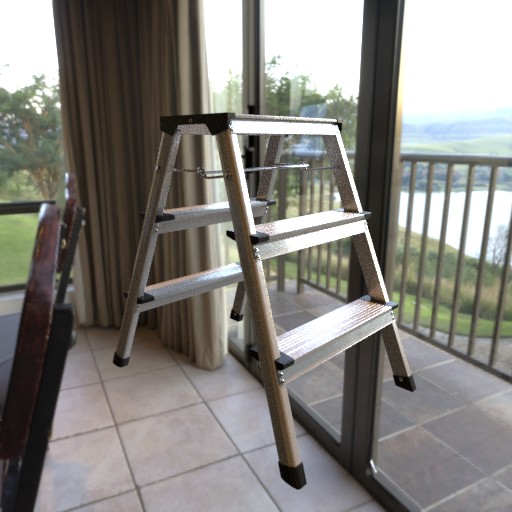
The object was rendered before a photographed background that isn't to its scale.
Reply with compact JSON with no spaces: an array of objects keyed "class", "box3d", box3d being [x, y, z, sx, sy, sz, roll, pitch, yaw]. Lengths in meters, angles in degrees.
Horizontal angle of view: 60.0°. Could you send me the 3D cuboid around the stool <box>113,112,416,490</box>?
[{"class":"stool","box3d":[0.000,0.000,1.013,0.622,0.605,0.437,14,20,43]}]
